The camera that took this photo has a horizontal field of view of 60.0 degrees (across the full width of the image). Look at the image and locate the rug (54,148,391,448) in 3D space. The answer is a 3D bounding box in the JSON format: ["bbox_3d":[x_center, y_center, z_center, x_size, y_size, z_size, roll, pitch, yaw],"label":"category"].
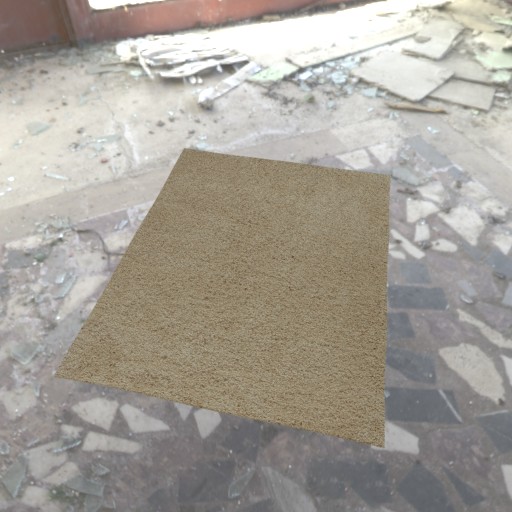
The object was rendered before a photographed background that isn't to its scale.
[{"bbox_3d":[0.000,0.000,4.093,2.400,0.025,3.000,9,48,8],"label":"rug"}]
